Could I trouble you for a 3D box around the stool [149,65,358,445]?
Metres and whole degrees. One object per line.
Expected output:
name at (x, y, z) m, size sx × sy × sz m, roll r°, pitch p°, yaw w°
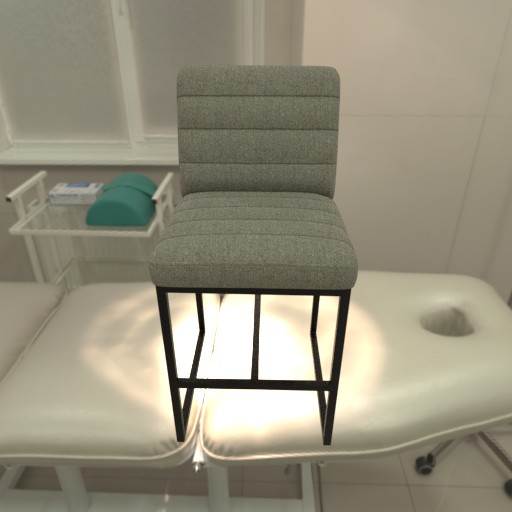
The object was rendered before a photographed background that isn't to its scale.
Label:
stool at (0.000, 0.000, 1.249) m, size 0.460 × 0.940 × 0.560 m, roll 1°, pitch 30°, yaw 1°
